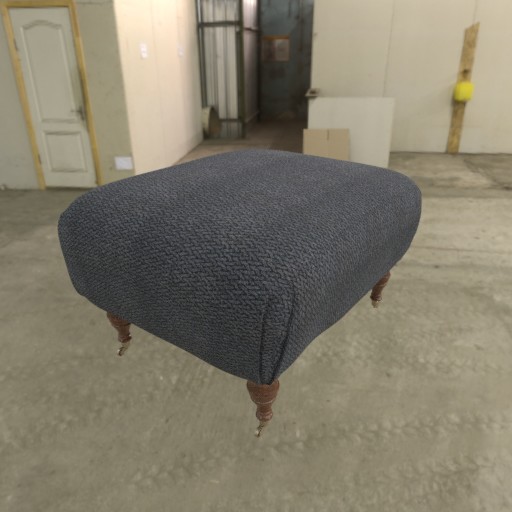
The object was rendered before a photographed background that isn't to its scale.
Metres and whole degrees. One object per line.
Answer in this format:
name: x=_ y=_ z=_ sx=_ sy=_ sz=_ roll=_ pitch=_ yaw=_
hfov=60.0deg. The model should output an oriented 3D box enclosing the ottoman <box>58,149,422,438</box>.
ottoman: x=0.000 y=0.000 z=1.135 sx=0.622 sy=0.450 sz=0.747 roll=18 pitch=31 yaw=32
